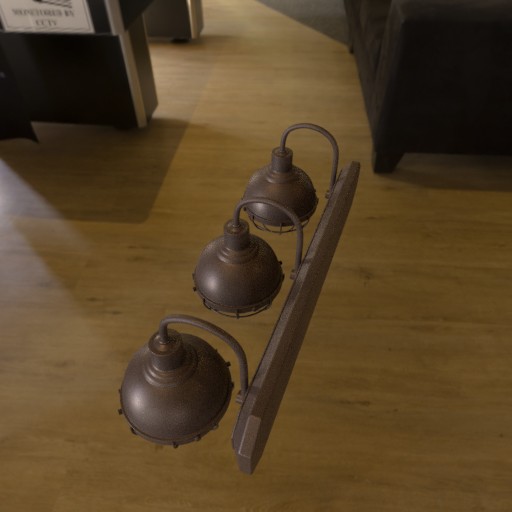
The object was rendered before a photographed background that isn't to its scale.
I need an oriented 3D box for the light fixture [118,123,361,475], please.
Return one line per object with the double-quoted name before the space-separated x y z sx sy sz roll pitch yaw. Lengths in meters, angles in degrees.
"light fixture" 0.000 0.000 0.750 0.229 0.254 0.634 15 47 14
